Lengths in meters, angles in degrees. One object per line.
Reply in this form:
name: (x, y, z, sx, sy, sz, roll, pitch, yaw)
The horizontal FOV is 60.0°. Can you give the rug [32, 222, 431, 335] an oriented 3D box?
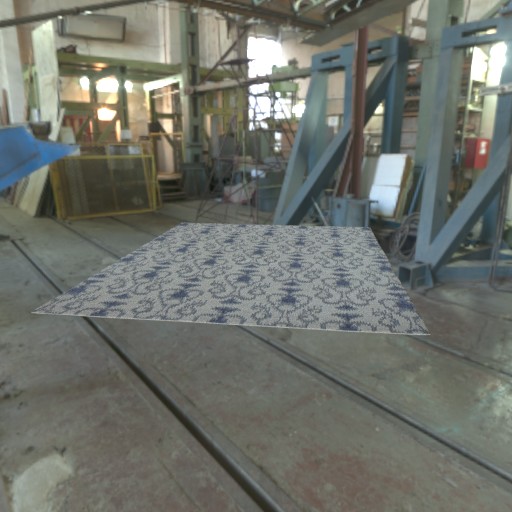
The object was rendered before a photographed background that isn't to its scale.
rug: (0.000, 0.000, 4.172, 2.437, 0.015, 3.205, 2, 15, 8)
